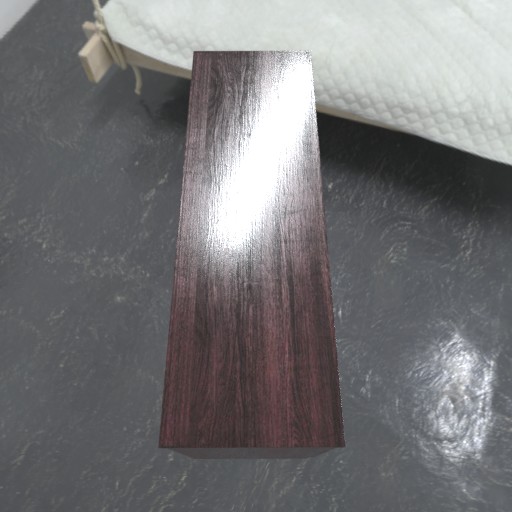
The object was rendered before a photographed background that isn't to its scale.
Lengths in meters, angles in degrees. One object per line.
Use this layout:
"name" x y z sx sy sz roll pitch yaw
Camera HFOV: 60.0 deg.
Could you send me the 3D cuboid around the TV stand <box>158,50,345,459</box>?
"TV stand" 0.000 0.000 1.451 0.404 0.614 1.192 0 63 0
